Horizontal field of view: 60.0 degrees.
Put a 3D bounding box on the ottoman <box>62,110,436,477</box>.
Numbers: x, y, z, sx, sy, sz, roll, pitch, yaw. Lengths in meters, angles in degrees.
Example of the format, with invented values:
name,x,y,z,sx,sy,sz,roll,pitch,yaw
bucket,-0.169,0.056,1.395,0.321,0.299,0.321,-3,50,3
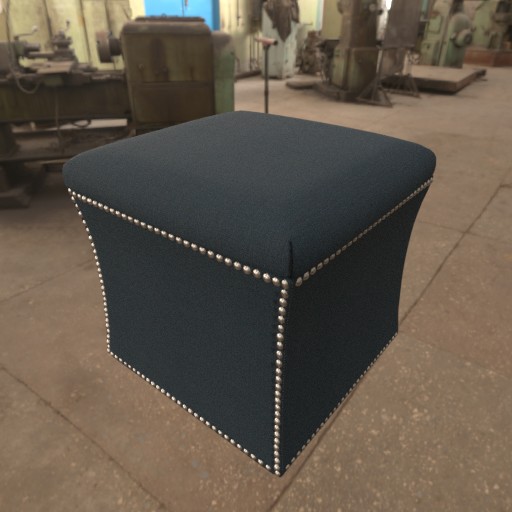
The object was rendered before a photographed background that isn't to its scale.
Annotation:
name,x,y,z,sx,sy,sz,roll,pitch,yaw
ottoman,0.000,0.000,0.890,0.507,0.475,0.497,22,37,33
